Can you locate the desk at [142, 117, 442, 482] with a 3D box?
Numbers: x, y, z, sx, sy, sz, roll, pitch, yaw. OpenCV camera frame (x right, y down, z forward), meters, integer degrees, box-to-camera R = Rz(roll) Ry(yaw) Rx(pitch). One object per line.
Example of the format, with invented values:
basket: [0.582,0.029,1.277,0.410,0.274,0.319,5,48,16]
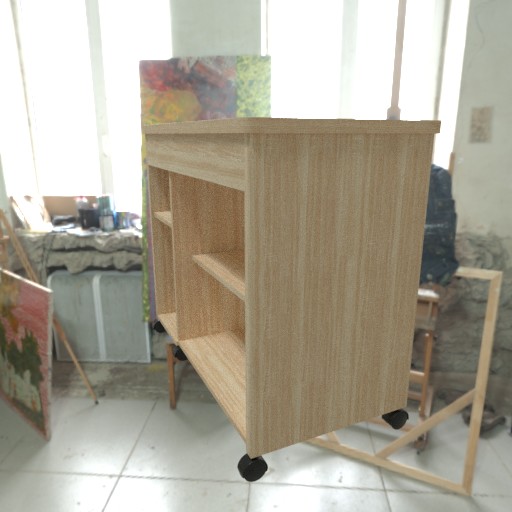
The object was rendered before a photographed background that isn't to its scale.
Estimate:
desk: [0.000,0.000,1.345,0.480,0.770,0.884,-7,17,-25]
